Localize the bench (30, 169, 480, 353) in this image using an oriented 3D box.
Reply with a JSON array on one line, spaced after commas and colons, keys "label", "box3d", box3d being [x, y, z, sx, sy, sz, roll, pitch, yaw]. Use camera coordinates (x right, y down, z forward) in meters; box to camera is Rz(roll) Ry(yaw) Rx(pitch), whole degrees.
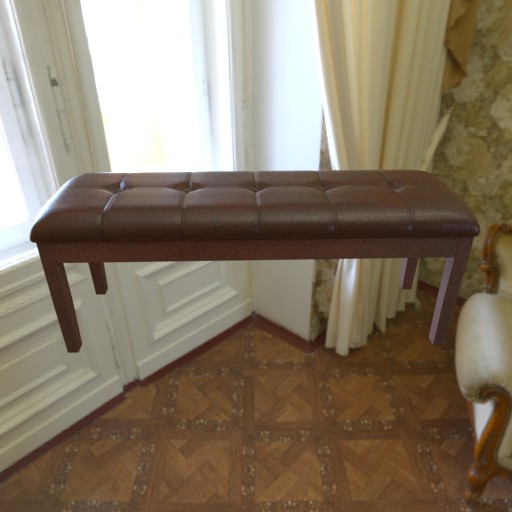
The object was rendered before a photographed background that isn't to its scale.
[{"label": "bench", "box3d": [0.000, 0.000, 1.479, 1.259, 0.491, 0.401, -1, 30, -1]}]
